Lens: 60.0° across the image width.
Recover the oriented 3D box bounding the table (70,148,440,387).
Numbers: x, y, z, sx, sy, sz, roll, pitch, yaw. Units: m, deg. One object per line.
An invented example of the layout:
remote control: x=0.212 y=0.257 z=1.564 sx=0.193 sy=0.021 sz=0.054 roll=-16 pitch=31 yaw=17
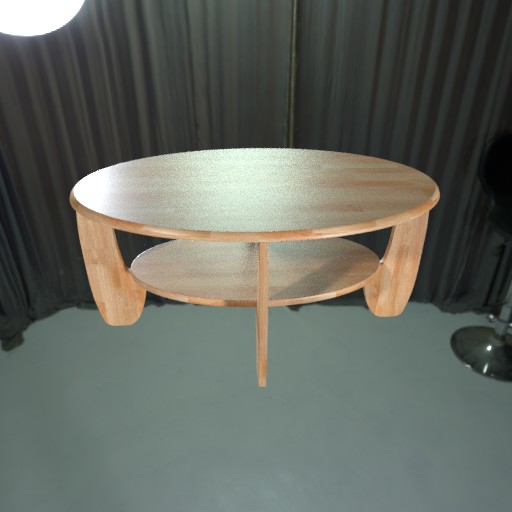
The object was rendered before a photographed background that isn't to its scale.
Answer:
table: x=0.000 y=0.000 z=1.375 sx=1.040 sy=0.490 sz=0.690 roll=-2 pitch=30 yaw=-3
